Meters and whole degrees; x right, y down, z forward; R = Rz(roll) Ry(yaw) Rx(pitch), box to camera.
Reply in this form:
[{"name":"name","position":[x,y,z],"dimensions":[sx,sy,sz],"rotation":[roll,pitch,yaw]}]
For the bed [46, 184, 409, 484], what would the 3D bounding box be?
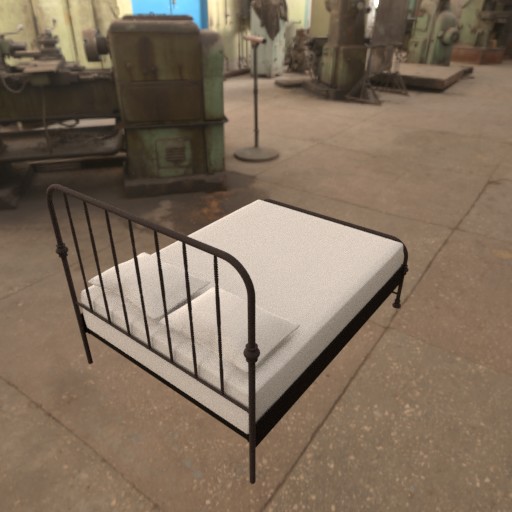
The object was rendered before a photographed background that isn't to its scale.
[{"name":"bed","position":[0.000,0.000,3.248],"dimensions":[1.616,1.446,2.134],"rotation":[21,37,32]}]
